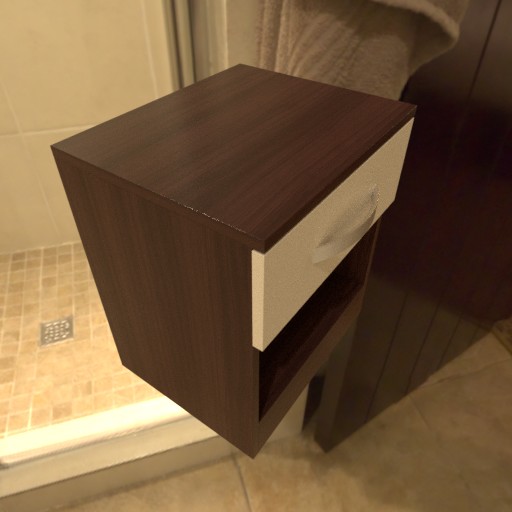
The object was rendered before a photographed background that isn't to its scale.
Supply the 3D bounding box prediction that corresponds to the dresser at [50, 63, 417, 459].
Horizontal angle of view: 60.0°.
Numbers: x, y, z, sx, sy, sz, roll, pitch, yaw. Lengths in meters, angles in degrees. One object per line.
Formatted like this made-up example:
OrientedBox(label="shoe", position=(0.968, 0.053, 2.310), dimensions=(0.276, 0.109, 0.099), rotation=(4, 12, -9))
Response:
OrientedBox(label="dresser", position=(0.000, 0.000, 0.762), dimensions=(0.360, 0.470, 0.400), rotation=(25, 47, 26))
